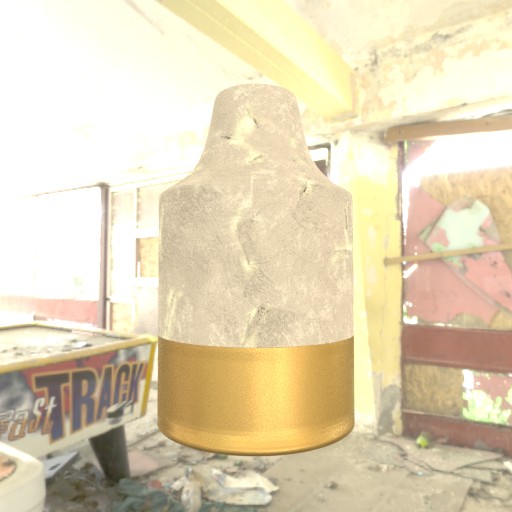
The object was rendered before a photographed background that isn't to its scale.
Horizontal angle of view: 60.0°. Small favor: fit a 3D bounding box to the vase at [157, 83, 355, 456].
[{"bbox_3d":[0.000,0.000,0.427,0.184,0.305,0.184,0,-2,0],"label":"vase"}]
